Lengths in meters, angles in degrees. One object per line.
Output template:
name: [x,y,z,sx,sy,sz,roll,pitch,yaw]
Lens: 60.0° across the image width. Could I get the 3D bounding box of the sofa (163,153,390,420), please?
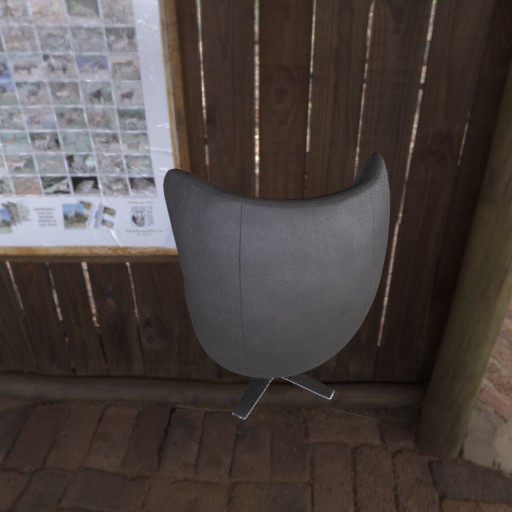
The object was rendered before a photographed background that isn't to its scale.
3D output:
sofa: [0.000,0.000,2.218,0.894,1.135,1.444,-8,28,-15]
